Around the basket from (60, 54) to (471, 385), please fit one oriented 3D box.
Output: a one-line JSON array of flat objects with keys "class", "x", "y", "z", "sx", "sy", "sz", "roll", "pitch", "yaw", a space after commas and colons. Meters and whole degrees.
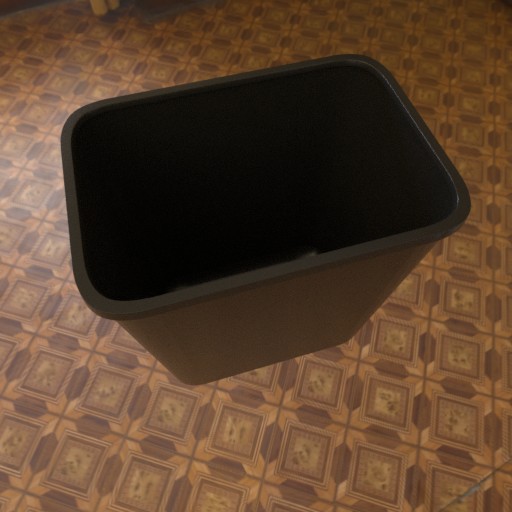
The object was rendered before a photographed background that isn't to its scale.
[{"class": "basket", "x": 0.000, "y": 0.000, "z": 0.486, "sx": 0.300, "sy": 0.307, "sz": 0.211, "roll": -14, "pitch": 61, "yaw": -8}]
